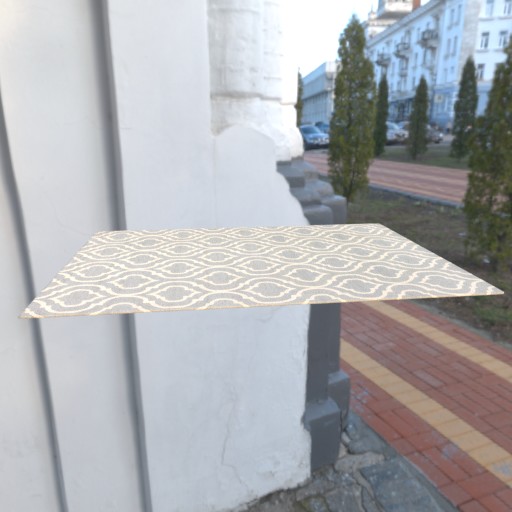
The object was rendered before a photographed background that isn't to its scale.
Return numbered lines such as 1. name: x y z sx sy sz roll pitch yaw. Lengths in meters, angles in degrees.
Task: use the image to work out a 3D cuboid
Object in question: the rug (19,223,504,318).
1. rug: 0.000 0.000 2.561 2.080 0.010 1.451 -2 17 -7
